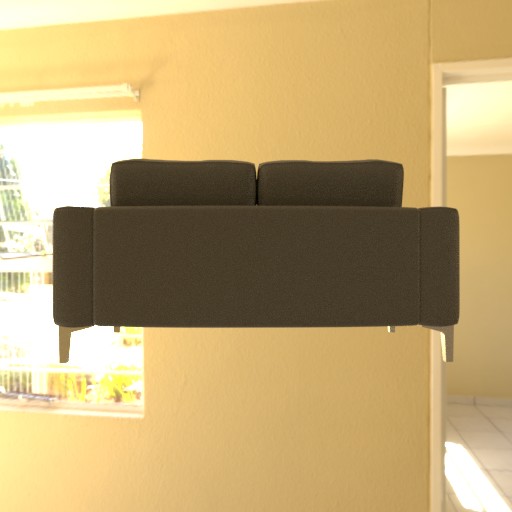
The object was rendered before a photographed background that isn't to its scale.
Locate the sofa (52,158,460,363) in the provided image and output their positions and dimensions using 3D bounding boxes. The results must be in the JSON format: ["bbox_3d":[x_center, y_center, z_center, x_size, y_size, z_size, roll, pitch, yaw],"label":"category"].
[{"bbox_3d":[0.000,0.000,2.232,1.726,0.892,0.833,0,0,-1],"label":"sofa"}]
